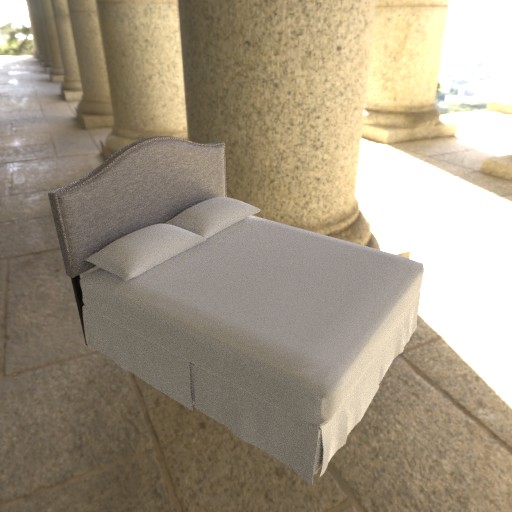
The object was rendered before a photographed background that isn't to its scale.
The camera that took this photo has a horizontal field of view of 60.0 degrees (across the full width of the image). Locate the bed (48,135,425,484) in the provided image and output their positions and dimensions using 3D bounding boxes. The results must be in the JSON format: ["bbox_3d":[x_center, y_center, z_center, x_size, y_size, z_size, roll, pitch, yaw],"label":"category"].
[{"bbox_3d":[0.000,0.000,2.892,1.870,1.295,1.610,18,33,31],"label":"bed"}]
